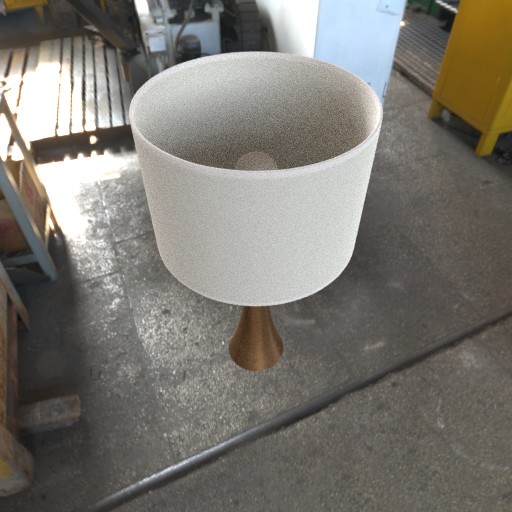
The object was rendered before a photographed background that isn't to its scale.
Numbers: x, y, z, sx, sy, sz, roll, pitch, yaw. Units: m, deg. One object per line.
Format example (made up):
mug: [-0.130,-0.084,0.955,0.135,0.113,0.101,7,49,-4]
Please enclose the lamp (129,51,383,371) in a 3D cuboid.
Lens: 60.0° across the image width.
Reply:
lamp: [0.000,0.000,0.647,0.268,0.479,0.268,24,50,21]
